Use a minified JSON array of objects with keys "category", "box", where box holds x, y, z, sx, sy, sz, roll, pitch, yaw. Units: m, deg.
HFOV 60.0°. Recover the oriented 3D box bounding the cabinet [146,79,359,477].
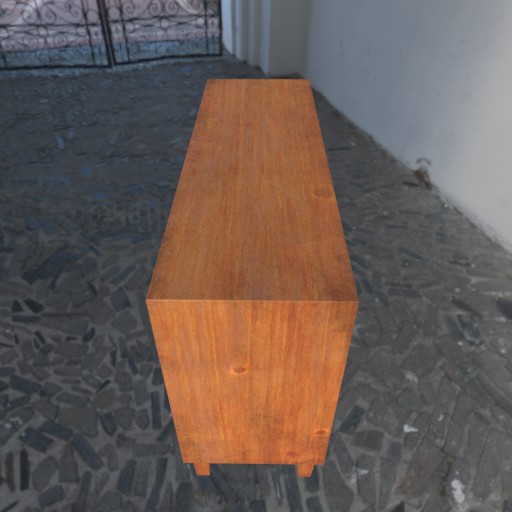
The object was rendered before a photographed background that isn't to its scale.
[{"category":"cabinet","box":[0.000,0.000,1.549,0.403,0.805,1.204,1,40,1]}]
